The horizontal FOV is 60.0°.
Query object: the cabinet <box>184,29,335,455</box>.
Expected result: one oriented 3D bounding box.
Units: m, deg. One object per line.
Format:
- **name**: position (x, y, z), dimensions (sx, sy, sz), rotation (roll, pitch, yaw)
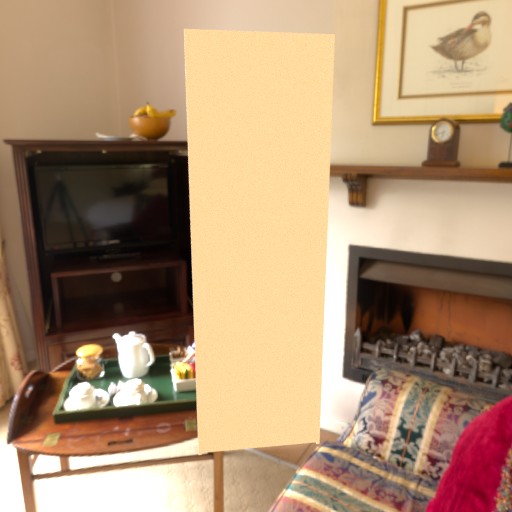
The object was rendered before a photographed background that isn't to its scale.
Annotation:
- **cabinet**: position (0.000, 0.000, 1.820), dimensions (0.520, 1.630, 0.255), rotation (-2, 13, -8)
